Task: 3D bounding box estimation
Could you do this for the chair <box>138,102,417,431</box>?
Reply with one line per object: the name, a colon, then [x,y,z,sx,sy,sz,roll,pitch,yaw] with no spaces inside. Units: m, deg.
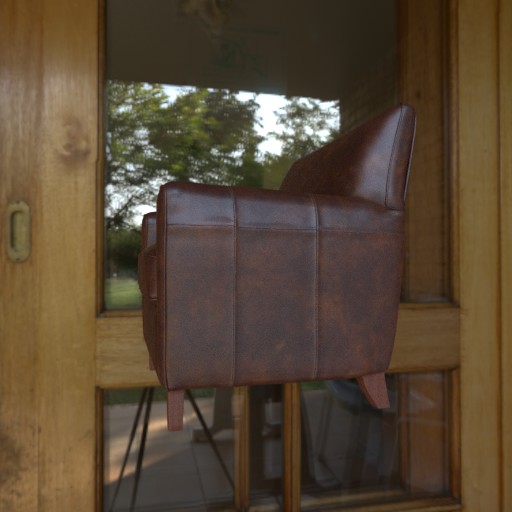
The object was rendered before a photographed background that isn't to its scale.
chair: [0.000,0.000,1.626,0.823,0.943,0.870,0,-1,-17]
